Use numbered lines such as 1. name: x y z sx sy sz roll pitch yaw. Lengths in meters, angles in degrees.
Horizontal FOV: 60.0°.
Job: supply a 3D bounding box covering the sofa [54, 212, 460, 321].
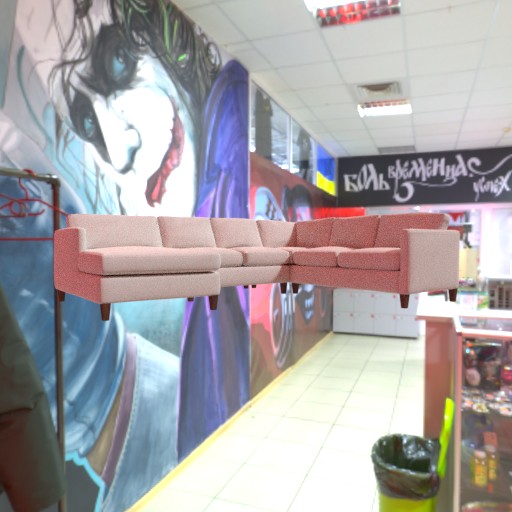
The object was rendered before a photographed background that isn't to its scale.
1. sofa: 0.000 0.000 4.637 3.459 0.956 2.593 -1 2 -36
